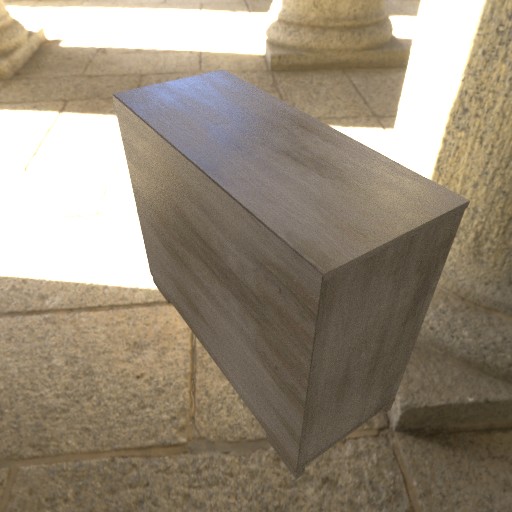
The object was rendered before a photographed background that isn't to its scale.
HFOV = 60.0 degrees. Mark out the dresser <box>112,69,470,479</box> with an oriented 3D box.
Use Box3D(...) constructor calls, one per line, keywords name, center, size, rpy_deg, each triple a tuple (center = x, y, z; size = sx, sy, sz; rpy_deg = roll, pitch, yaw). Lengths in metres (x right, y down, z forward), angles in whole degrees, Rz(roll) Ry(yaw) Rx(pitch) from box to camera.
Box3D(name="dresser", center=(0.000, 0.000, 1.414), size=(0.404, 0.816, 0.994), rpy_deg=(-24, 46, -25))
